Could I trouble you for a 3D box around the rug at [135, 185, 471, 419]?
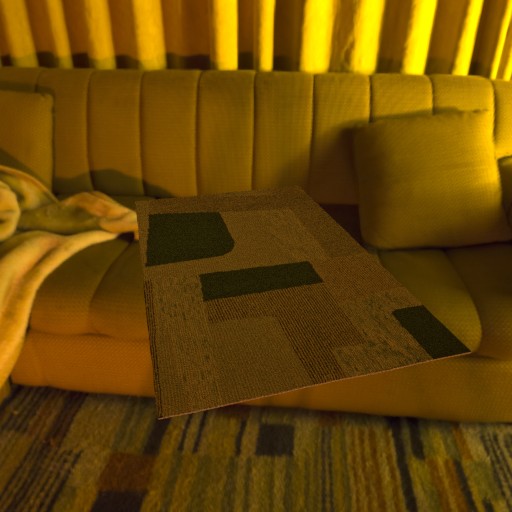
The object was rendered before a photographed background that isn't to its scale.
[{"bbox_3d":[0.000,0.000,3.018,1.521,0.015,2.436,-8,30,-14],"label":"rug"}]
